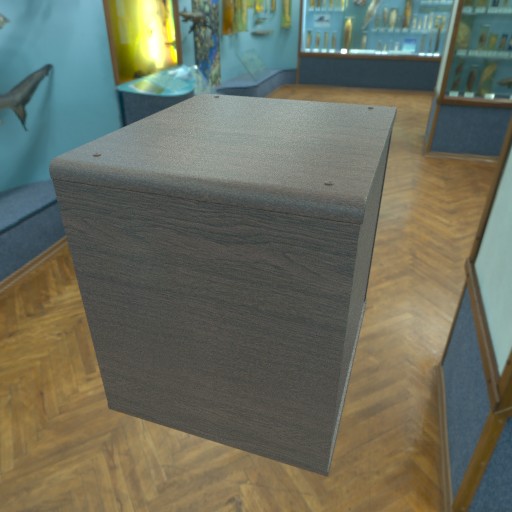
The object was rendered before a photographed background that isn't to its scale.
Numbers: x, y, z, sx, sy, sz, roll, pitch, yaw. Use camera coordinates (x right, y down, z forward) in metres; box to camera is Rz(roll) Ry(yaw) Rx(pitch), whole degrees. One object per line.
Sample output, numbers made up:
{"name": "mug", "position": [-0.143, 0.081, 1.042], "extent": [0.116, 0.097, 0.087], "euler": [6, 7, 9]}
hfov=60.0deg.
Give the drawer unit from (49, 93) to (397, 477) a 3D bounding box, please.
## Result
{"name": "drawer unit", "position": [0.000, 0.000, 0.594], "extent": [0.290, 0.344, 0.344], "euler": [10, 32, 16]}
